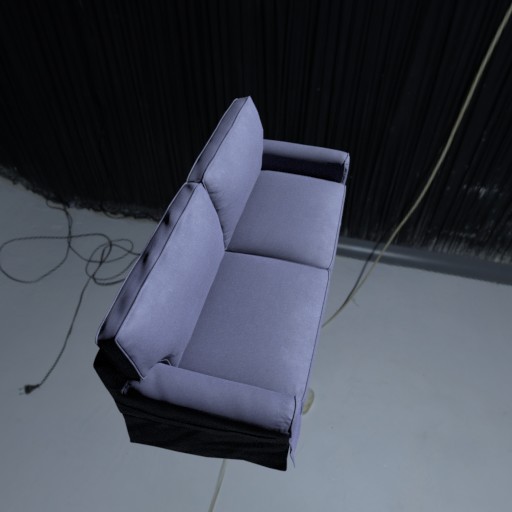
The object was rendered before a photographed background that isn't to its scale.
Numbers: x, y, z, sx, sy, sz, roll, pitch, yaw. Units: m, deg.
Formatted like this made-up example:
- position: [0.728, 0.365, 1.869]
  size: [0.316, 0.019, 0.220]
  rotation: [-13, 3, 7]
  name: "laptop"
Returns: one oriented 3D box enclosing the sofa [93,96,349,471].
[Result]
- position: [0.000, 0.000, 2.835]
  size: [0.983, 1.094, 2.256]
  rotation: [11, 48, 10]
  name: "sofa"
